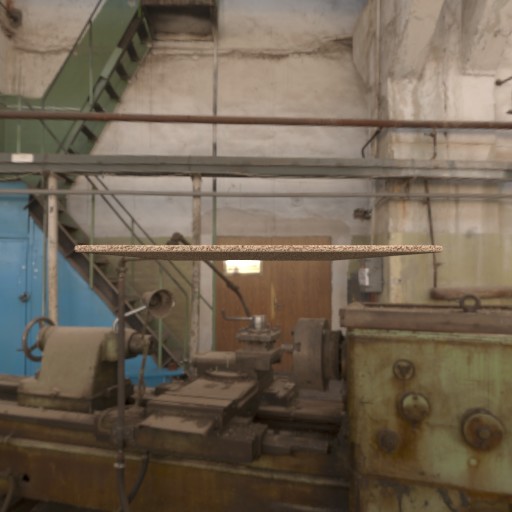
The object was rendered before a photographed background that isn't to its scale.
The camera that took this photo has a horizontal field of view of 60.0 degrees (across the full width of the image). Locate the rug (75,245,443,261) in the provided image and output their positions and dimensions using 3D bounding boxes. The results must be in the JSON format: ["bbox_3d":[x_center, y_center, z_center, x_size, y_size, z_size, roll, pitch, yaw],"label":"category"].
[{"bbox_3d":[0.000,0.000,3.036,1.524,0.030,2.438,0,-1,-1],"label":"rug"}]
